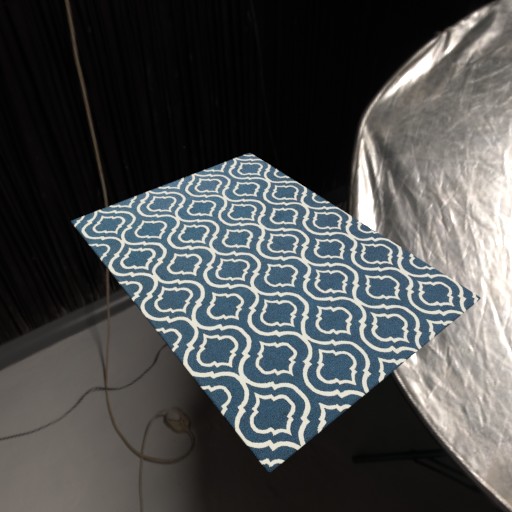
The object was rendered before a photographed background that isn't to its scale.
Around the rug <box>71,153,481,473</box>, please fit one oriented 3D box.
[{"bbox_3d":[0.000,0.000,4.341,2.438,0.010,3.353,-28,48,-28],"label":"rug"}]
